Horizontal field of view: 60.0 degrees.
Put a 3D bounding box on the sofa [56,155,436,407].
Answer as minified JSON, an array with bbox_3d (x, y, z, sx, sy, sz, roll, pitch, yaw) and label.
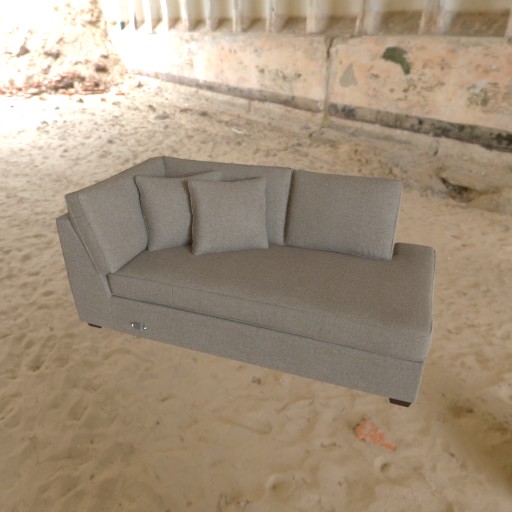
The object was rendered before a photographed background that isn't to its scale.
[{"bbox_3d":[0.000,0.000,2.920,2.238,1.019,1.110,9,29,17],"label":"sofa"}]
